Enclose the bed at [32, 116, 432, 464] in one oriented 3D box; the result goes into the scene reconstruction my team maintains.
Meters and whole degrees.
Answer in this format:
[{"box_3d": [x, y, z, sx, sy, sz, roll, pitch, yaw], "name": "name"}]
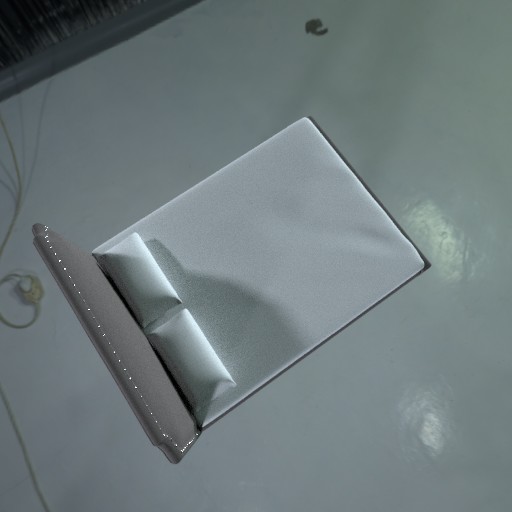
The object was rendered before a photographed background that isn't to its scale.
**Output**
[{"box_3d": [0.000, 0.000, 3.381, 2.372, 1.443, 1.713, -34, 79, -8], "name": "bed"}]
